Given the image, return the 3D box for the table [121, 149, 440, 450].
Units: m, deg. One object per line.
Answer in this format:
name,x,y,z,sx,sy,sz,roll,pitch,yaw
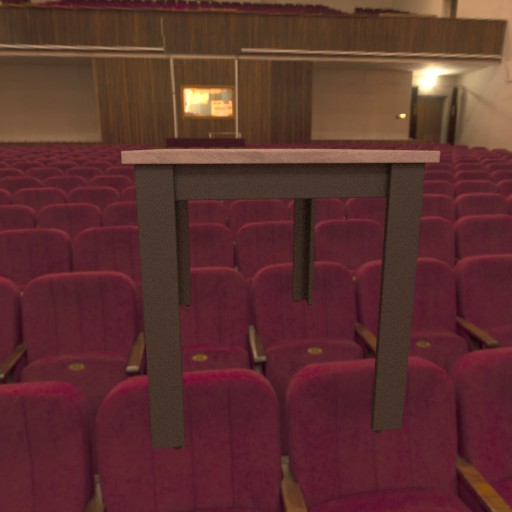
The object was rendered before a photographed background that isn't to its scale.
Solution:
table,0.000,0.000,1.573,0.700,0.734,1.100,-2,14,-7
